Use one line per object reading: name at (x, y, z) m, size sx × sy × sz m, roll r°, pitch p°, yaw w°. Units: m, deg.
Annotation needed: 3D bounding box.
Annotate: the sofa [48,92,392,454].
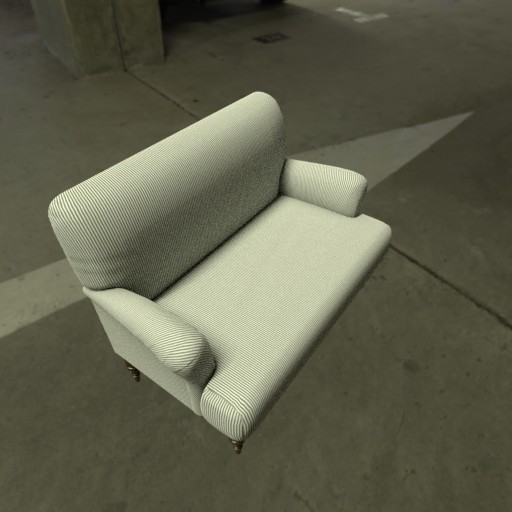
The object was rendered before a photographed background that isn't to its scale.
sofa at (0.000, 0.000, 1.842) m, size 0.779 × 0.889 × 1.297 m, roll 25°, pitch 46°, yaw 26°
